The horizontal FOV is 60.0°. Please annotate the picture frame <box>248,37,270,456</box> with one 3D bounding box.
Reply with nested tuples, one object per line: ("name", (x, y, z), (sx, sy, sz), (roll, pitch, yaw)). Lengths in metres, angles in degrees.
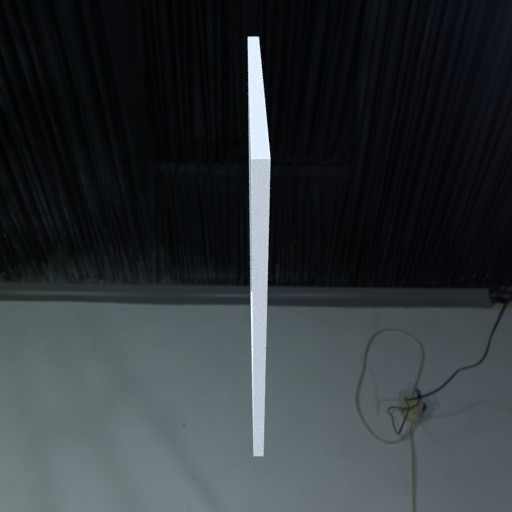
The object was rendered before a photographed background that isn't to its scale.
("picture frame", (0.000, 0.000, 0.559), (0.013, 0.434, 0.305), (-1, 40, -1))
